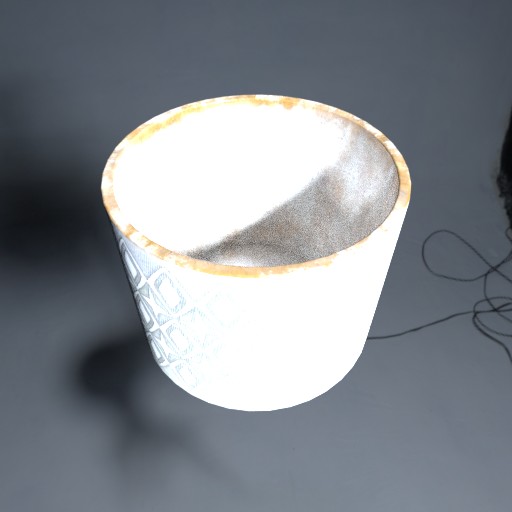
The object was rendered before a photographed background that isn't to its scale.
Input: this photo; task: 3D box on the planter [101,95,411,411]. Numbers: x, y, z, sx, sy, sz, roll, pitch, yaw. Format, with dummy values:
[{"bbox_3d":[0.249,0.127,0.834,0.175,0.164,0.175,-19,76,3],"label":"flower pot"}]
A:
[{"bbox_3d":[0.000,0.000,0.453,0.255,0.223,0.255,0,46,0],"label":"planter"}]
